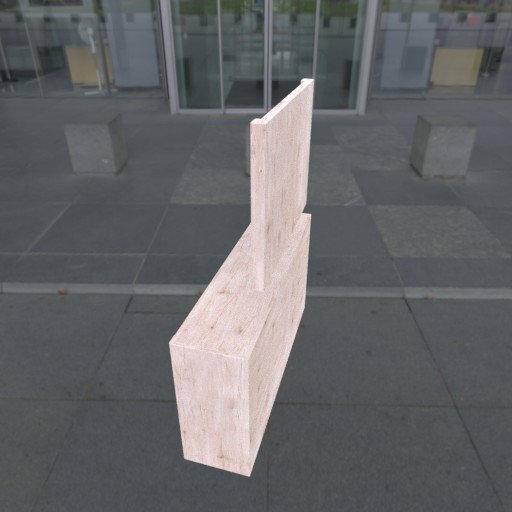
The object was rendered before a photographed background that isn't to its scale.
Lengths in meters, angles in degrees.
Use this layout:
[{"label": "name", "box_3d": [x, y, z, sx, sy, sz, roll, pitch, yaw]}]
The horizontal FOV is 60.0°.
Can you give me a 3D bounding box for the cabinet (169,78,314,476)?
[{"label": "cabinet", "box_3d": [0.000, 0.000, 2.846, 0.420, 1.981, 1.700, 8, 32, 14]}]
